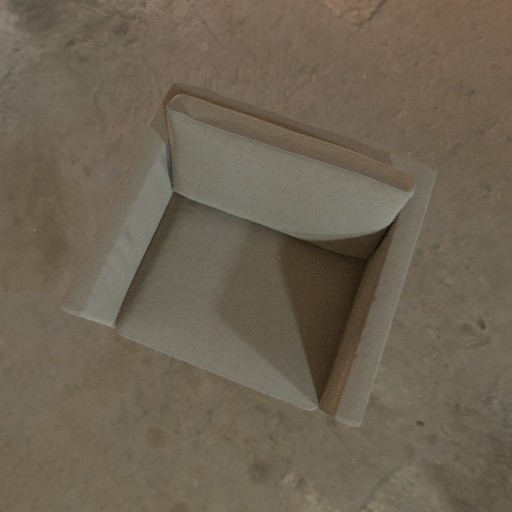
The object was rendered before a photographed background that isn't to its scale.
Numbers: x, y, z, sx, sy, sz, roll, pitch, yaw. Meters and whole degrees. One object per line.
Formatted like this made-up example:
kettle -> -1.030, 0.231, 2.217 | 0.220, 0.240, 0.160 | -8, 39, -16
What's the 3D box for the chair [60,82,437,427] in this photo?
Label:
chair -> 0.000, 0.000, 1.748 | 1.057, 0.863, 0.949 | 20, 76, 5
